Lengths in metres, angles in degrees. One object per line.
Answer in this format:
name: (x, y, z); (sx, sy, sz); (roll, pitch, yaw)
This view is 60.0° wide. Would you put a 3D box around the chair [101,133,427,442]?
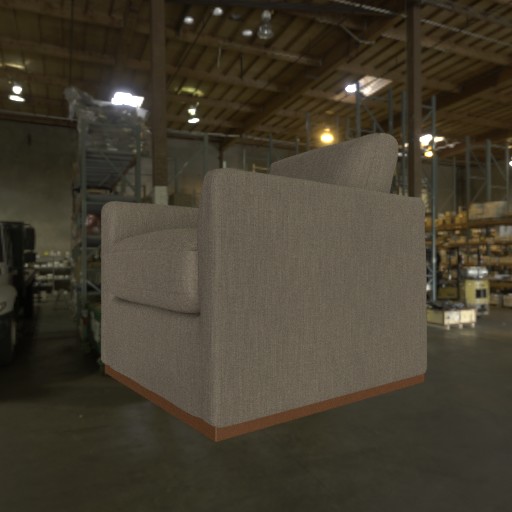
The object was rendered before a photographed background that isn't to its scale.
chair: (0.000, 0.000, 1.474); (0.834, 0.811, 0.763); (0, -1, -37)
